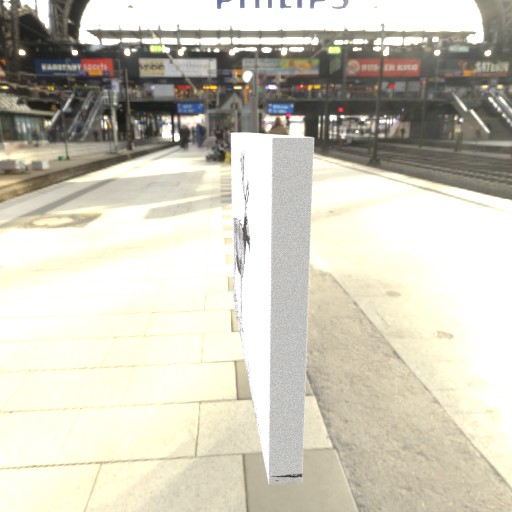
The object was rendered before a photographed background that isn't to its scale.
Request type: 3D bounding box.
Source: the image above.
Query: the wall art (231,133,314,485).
[{"bbox_3d":[0.000,0.000,0.781,0.042,0.414,0.608,-2,16,-7],"label":"wall art"}]
